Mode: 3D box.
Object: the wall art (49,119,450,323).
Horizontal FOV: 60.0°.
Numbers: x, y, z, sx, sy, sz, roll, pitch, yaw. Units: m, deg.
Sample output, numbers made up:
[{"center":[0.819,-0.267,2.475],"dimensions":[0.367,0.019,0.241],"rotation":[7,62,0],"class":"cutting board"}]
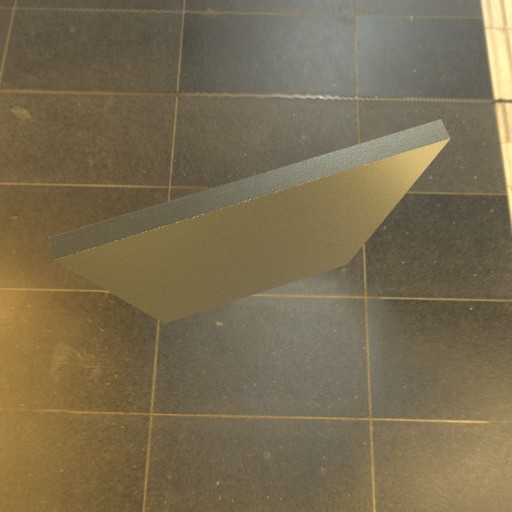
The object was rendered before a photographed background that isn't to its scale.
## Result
[{"center":[0.000,0.000,0.749],"dimensions":[0.444,0.569,0.025],"rotation":[-18,76,-5],"class":"wall art"}]
